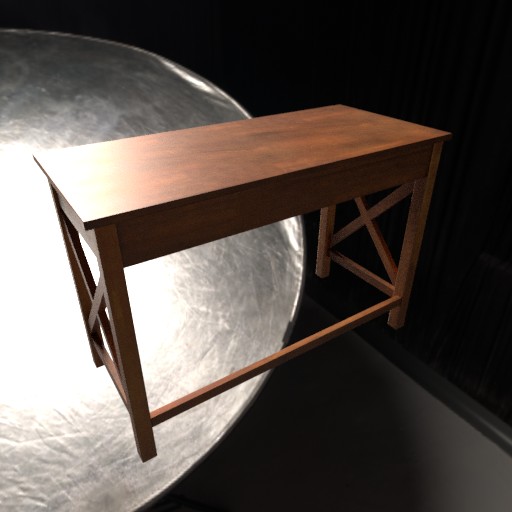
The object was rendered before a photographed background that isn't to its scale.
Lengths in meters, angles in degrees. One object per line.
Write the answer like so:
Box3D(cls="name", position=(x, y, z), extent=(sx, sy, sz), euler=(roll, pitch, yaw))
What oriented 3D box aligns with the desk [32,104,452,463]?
Box3D(cls="desk", position=(0.000, 0.000, 1.476), extent=(1.117, 0.762, 0.508), euler=(-19, 35, -28))
